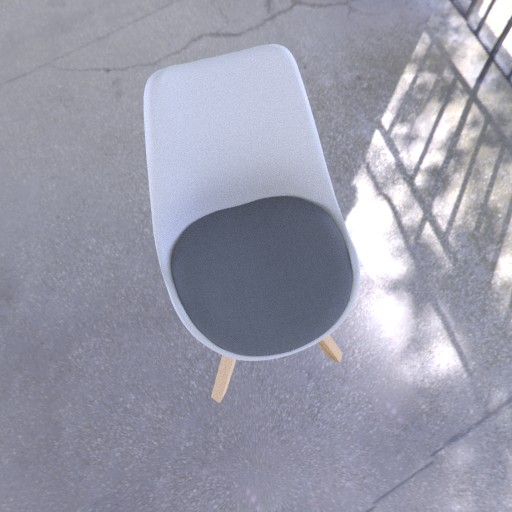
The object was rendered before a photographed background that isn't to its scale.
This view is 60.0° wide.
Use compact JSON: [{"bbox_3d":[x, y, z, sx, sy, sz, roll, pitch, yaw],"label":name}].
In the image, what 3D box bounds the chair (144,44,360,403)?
[{"bbox_3d":[0.000,0.000,1.170,0.485,0.850,0.550,-16,65,-8],"label":"chair"}]
